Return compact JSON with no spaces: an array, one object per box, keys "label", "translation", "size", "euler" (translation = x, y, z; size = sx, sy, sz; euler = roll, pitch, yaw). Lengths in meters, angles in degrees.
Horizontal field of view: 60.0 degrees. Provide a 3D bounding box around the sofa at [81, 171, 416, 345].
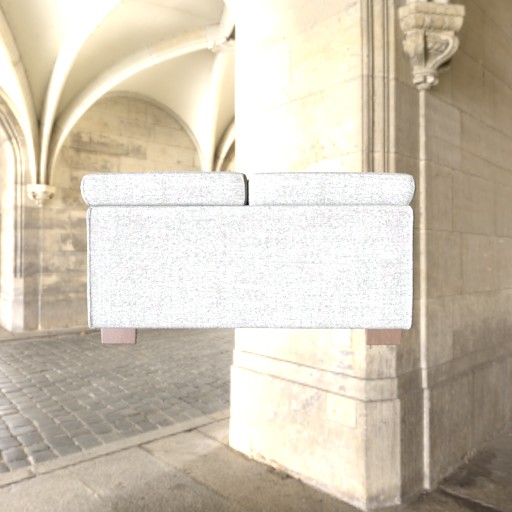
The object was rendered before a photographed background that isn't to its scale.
[{"label":"sofa","translation":[0.000,0.000,1.646],"size":[0.817,0.434,1.250],"euler":[0,-1,1]}]
